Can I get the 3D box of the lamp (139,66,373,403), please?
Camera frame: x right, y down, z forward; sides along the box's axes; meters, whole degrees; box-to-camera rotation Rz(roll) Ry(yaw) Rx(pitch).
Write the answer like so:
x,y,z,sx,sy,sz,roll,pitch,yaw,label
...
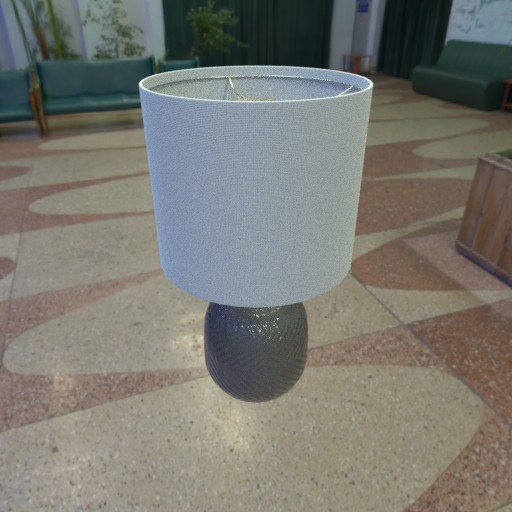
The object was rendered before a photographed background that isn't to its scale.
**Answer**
x,y,z,sx,sy,sz,roll,pitch,yaw,label
0.000,0.000,0.490,0.207,0.366,0.207,-9,31,-15,lamp
